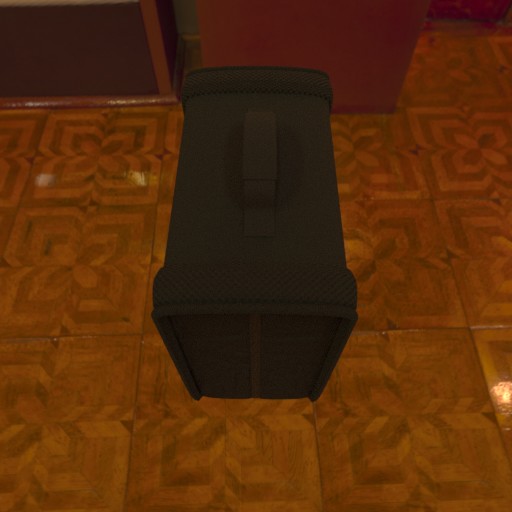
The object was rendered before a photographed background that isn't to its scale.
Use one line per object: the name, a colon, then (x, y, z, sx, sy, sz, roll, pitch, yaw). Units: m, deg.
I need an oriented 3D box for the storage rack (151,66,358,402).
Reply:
storage rack: (0.000, 0.000, 0.548, 0.168, 0.387, 0.297, 0, 58, 0)
